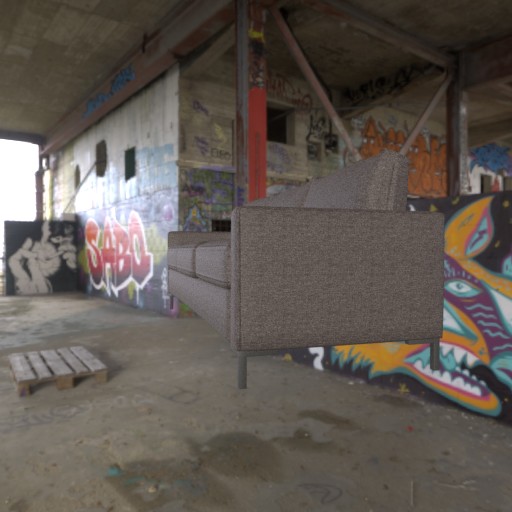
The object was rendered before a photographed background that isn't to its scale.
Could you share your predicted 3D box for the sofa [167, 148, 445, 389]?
[{"bbox_3d":[0.000,0.000,2.666,0.876,0.882,2.253,0,1,-17],"label":"sofa"}]
